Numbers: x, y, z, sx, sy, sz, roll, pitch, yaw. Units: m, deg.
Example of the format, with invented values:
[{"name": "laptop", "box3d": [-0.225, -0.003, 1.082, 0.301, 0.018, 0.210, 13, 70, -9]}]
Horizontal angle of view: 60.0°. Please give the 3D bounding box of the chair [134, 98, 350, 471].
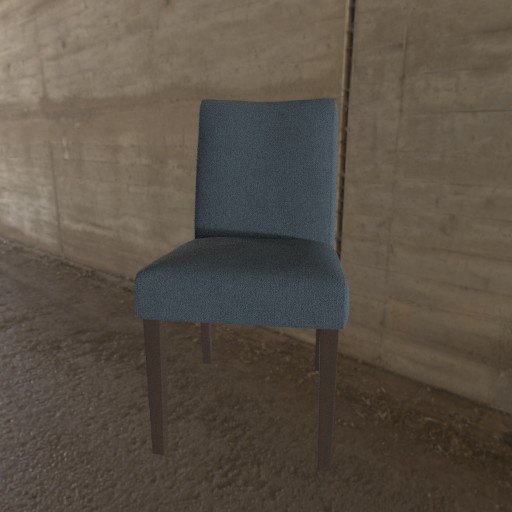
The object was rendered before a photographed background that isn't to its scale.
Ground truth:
[{"name": "chair", "box3d": [0.000, 0.000, 1.252, 0.487, 0.882, 0.629, 2, 15, 7]}]
